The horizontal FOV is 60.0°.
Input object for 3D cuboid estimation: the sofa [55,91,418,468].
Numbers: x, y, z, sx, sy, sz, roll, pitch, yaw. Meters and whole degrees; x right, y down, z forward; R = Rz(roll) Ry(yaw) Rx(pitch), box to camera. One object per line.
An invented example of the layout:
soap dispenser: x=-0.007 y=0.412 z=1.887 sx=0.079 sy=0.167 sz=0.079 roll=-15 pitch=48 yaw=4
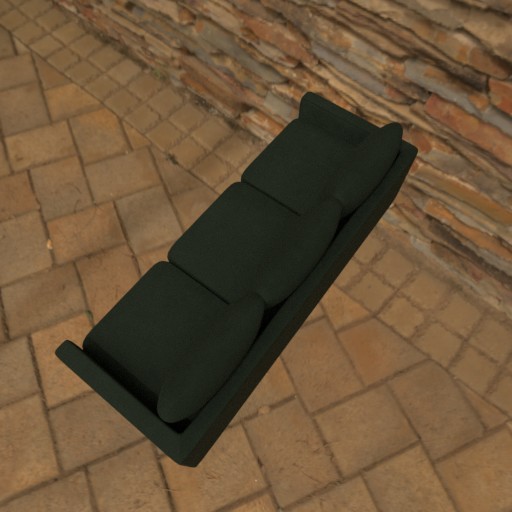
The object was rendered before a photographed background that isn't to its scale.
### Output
sofa: x=0.000 y=0.000 z=2.634 sx=0.859 sy=0.870 sz=2.218 roll=34 pitch=68 yaw=16
